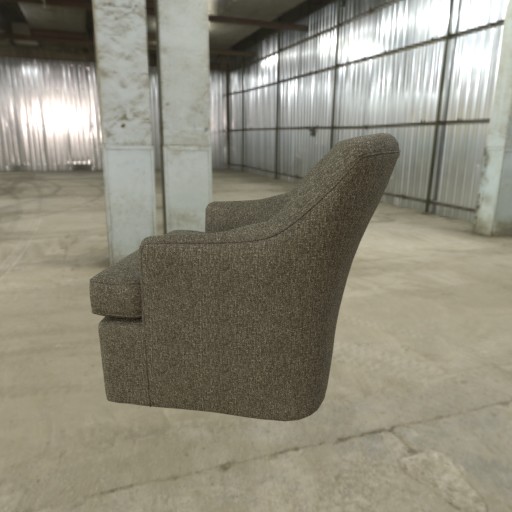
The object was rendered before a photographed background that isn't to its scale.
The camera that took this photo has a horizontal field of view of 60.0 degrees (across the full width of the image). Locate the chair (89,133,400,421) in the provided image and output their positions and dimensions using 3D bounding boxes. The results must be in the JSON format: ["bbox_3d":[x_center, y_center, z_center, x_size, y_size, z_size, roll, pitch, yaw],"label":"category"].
[{"bbox_3d":[0.000,0.000,1.606,0.923,0.856,0.864,2,15,8],"label":"chair"}]
